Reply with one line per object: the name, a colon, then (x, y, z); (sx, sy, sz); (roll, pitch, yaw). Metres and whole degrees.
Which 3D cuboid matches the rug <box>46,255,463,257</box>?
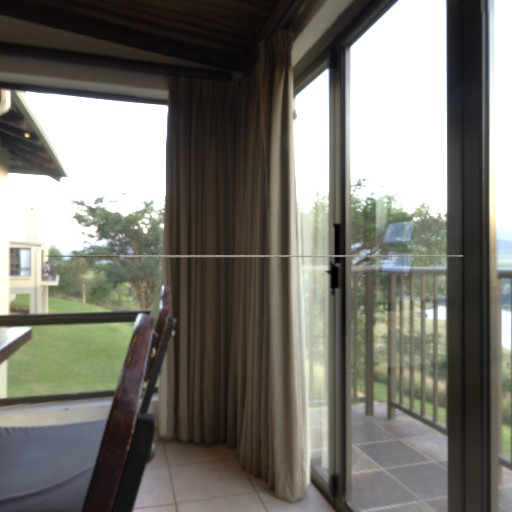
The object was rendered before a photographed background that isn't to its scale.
rug: (0.000, 0.000, 2.918); (2.286, 0.006, 1.524); (0, 0, -35)
